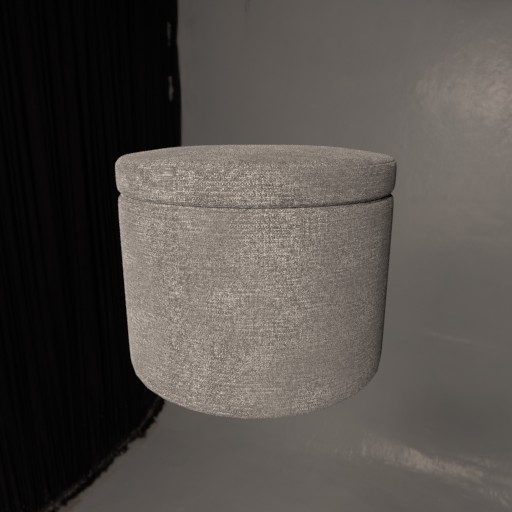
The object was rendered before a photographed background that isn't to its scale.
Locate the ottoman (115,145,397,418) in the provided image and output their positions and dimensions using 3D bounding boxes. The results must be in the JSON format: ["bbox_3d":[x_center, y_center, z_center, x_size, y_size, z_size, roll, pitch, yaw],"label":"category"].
[{"bbox_3d":[0.000,0.000,0.869,0.500,0.419,0.500,0,15,0],"label":"ottoman"}]
